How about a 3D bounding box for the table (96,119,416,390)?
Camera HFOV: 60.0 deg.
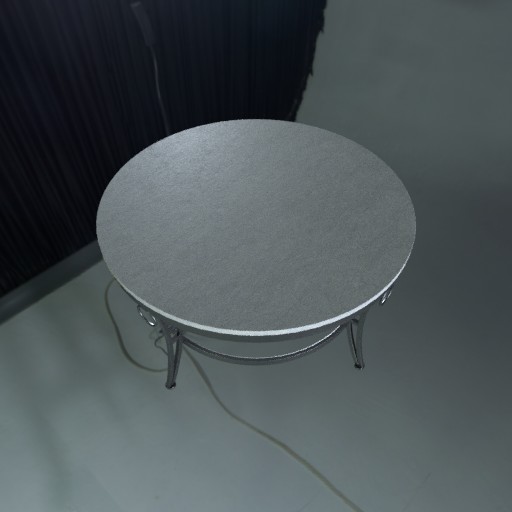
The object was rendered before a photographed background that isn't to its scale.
[{"bbox_3d":[0.000,0.000,1.441,0.889,0.470,0.889,0,47,0],"label":"table"}]
